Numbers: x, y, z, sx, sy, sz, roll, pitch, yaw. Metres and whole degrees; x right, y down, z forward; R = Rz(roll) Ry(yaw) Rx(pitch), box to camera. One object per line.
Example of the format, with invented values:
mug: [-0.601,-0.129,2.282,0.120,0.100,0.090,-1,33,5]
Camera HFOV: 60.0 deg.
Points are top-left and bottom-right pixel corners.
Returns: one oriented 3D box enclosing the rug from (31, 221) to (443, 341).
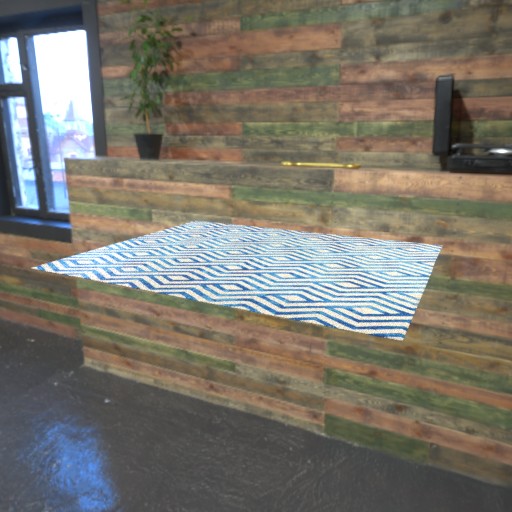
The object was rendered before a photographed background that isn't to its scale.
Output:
rug: [0.000,0.000,4.161,3.059,0.008,2.453,8,17,26]
